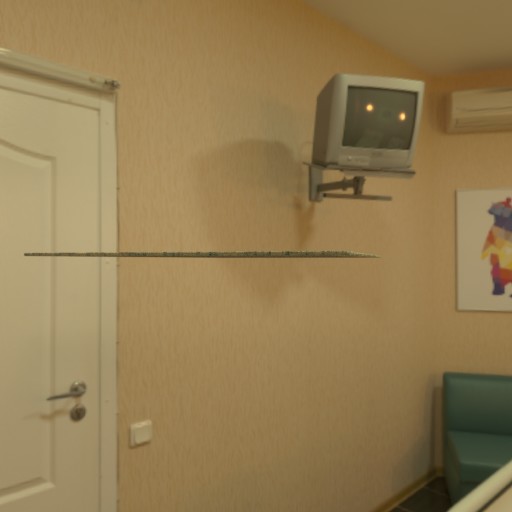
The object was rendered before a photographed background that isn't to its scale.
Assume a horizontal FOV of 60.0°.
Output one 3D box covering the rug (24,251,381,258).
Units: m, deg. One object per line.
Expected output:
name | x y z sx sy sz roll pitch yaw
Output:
rug | 0.000 0.000 3.020 1.524 0.015 2.439 0 0 19
